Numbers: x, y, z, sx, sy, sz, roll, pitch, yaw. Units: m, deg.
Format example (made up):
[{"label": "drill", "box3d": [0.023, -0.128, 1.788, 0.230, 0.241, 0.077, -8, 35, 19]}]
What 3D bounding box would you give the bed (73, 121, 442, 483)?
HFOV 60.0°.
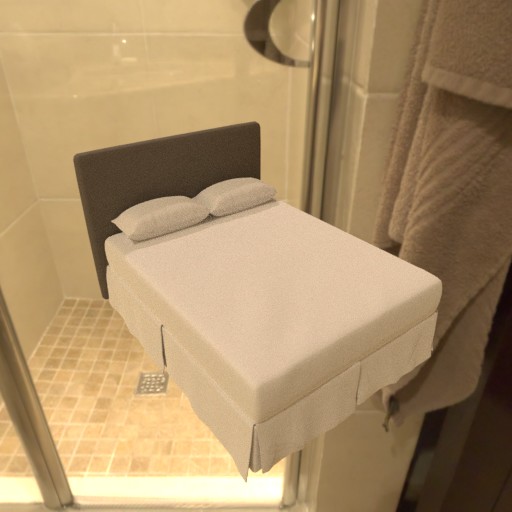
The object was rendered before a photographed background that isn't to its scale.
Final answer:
[{"label": "bed", "box3d": [0.000, 0.000, 3.205, 1.723, 1.330, 2.142, -21, 36, -32]}]
